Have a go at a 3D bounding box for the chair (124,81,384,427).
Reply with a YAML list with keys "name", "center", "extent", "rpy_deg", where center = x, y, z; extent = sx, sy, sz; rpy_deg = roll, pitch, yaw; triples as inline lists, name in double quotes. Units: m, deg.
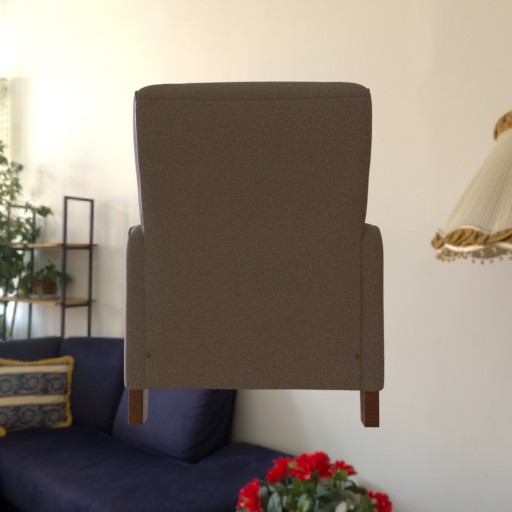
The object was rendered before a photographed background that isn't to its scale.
- name: "chair"
  center: [0.000, 0.000, 1.666]
  extent: [0.845, 1.023, 0.859]
  rpy_deg: [0, 0, 1]
